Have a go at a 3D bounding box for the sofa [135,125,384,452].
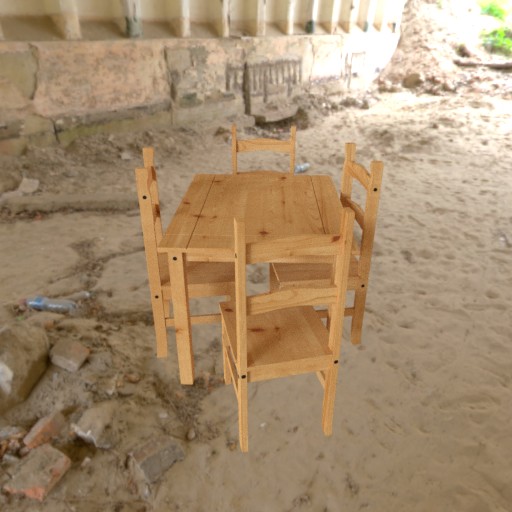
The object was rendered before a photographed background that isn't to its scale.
[{"bbox_3d":[0.000,0.000,2.239,1.144,1.000,1.529,1,27,2],"label":"sofa"}]
